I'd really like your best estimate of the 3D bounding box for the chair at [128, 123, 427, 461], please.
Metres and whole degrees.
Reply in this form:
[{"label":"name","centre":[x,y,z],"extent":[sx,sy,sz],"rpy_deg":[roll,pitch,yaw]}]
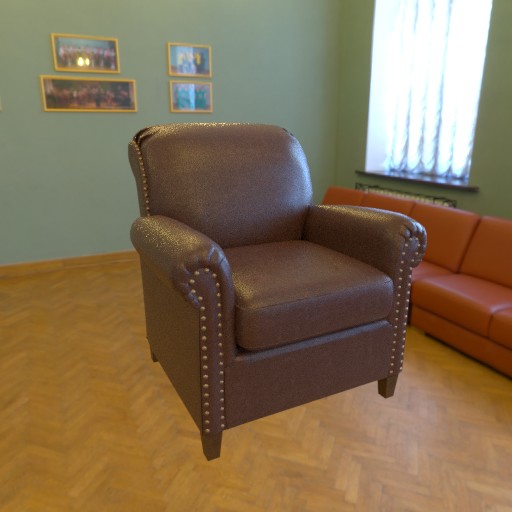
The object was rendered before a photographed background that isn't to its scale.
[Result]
[{"label":"chair","centre":[0.000,0.000,1.605],"extent":[0.854,0.927,0.890],"rpy_deg":[-8,18,-26]}]
